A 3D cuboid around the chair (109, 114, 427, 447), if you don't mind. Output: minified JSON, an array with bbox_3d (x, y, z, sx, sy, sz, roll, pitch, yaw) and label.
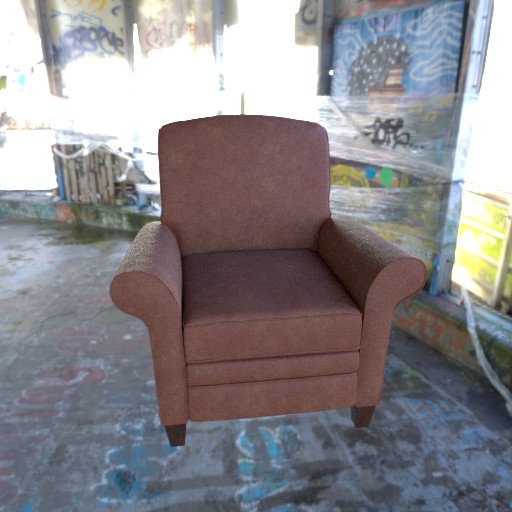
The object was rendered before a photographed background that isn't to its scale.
[{"bbox_3d":[0.000,0.000,1.766,0.978,1.061,0.902,-3,19,-8],"label":"chair"}]
